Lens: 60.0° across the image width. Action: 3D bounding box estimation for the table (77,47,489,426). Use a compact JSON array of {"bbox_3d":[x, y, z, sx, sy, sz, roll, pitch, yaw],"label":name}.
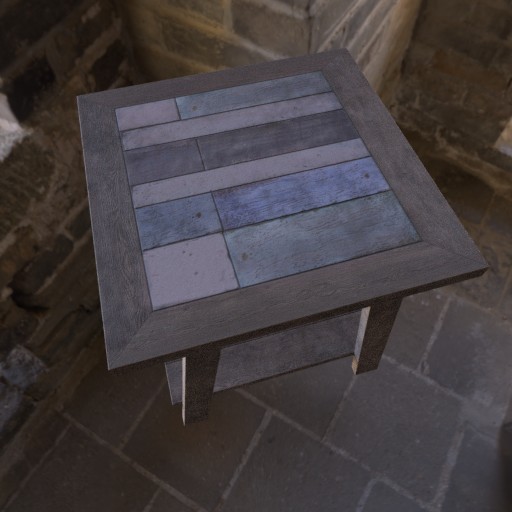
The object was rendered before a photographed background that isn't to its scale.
[{"bbox_3d":[0.000,0.000,1.083,0.610,0.610,0.610,-14,59,-8],"label":"table"}]
